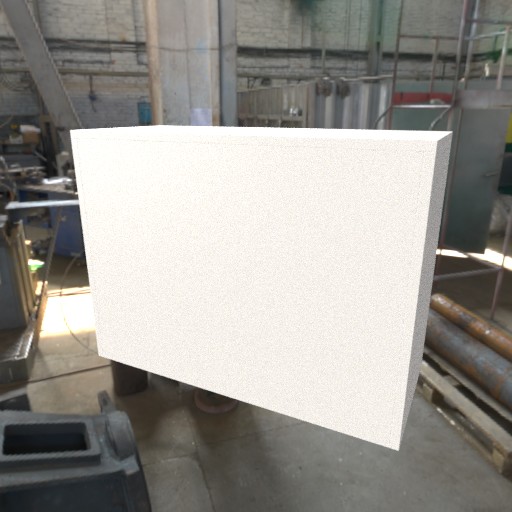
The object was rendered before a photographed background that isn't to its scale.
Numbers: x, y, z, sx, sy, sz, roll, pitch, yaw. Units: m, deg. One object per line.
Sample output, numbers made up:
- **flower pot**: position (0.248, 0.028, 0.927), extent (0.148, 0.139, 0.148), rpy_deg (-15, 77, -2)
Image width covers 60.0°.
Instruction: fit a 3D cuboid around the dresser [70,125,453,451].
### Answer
- **dresser**: position (0.000, 0.000, 1.507), extent (1.100, 0.820, 0.460), rpy_deg (9, 20, 25)
